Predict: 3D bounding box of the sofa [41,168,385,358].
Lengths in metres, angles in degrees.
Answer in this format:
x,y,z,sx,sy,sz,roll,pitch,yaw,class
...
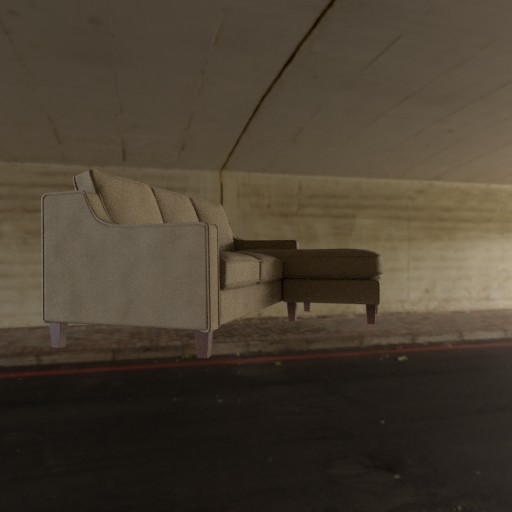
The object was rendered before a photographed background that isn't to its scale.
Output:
x,y,z,sx,sy,sz,roll,pitch,yaw,class
0.000,0.000,3.359,1.858,1.066,2.317,0,0,17,sofa
